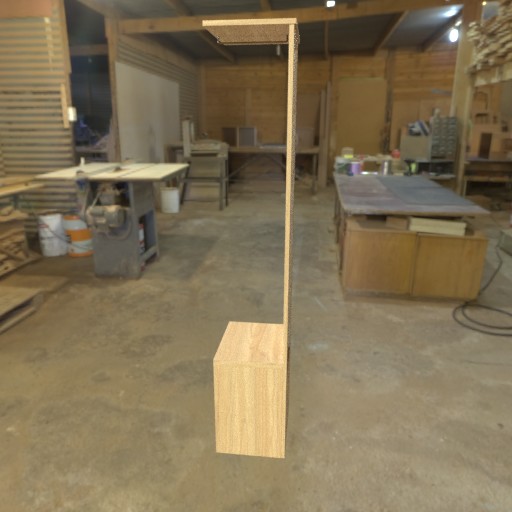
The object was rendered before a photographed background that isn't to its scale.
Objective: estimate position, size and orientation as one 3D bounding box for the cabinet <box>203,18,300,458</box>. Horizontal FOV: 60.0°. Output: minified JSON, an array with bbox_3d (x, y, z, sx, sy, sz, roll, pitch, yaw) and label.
[{"bbox_3d":[0.000,0.000,2.041,0.338,1.879,0.411,2,17,7],"label":"cabinet"}]
